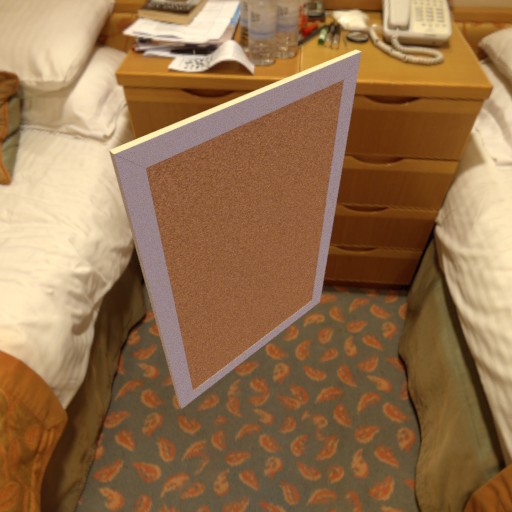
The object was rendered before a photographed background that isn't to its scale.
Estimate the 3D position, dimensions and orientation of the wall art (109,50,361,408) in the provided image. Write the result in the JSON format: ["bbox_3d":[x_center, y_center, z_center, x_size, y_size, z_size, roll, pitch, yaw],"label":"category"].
[{"bbox_3d":[0.000,0.000,0.860,0.454,0.659,0.011,-33,54,-28],"label":"wall art"}]
